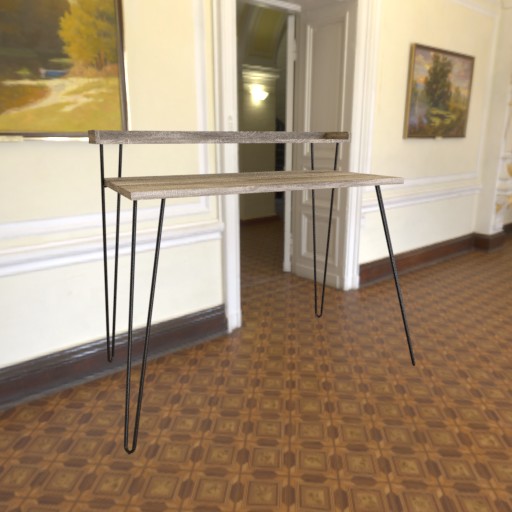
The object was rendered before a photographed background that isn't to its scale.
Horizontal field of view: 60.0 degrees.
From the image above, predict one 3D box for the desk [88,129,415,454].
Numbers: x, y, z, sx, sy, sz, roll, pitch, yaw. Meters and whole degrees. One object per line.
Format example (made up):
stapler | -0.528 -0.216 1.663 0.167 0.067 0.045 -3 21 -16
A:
desk | 0.000 0.000 1.648 1.135 0.899 0.605 -8 17 -26
